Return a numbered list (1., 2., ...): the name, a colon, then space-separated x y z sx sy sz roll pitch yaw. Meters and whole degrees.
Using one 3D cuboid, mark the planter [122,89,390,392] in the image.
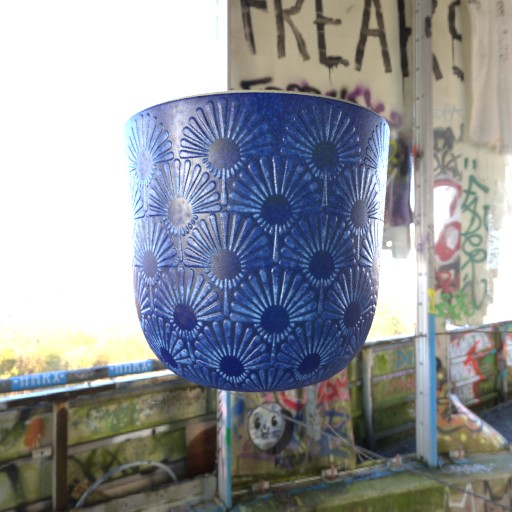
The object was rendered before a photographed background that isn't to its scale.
1. planter: 0.000 0.000 0.356 0.206 0.190 0.206 0 -1 0
